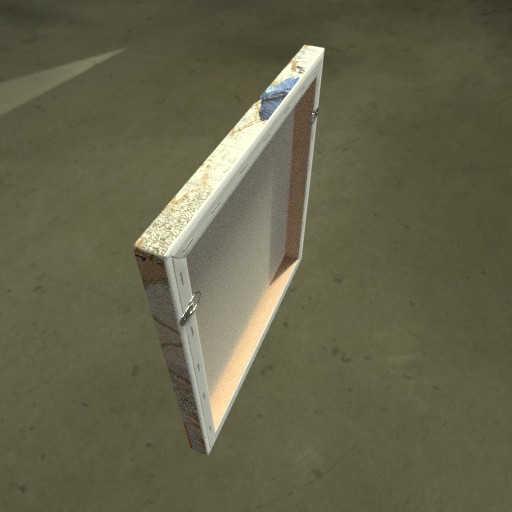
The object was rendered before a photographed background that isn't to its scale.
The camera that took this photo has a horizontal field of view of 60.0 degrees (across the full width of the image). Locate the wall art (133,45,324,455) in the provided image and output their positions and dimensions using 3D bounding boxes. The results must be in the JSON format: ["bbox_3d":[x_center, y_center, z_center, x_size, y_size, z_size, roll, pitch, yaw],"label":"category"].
[{"bbox_3d":[0.000,0.000,0.749,0.038,0.508,0.507,17,49,15],"label":"wall art"}]
